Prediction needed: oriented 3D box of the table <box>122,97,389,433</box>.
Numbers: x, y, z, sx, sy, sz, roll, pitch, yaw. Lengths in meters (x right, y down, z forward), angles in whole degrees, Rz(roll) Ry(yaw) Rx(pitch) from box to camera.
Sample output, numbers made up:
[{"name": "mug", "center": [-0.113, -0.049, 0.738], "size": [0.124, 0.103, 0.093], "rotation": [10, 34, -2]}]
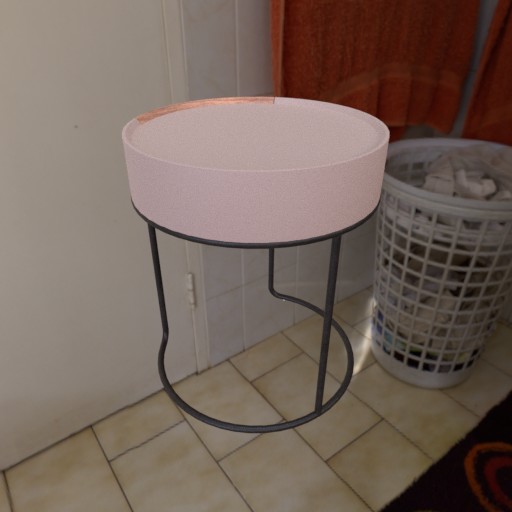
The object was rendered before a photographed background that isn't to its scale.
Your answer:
[{"name": "table", "center": [0.000, 0.000, 0.901], "size": [0.450, 0.530, 0.450], "rotation": [0, 31, 0]}]
